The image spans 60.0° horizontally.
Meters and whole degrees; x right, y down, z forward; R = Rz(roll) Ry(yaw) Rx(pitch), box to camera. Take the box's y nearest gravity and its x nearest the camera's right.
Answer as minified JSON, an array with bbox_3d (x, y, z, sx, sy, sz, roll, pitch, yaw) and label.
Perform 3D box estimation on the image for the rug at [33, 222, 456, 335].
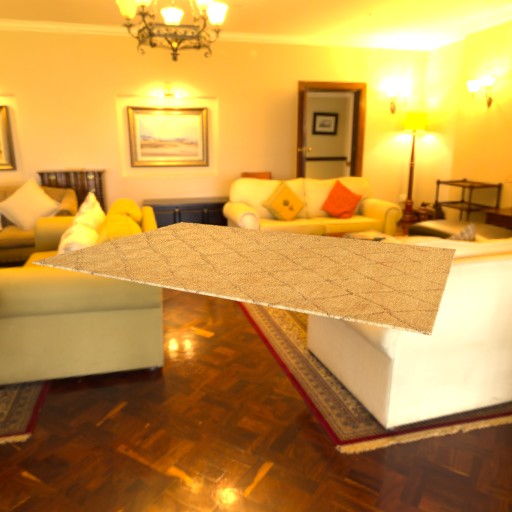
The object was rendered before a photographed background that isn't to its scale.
[{"bbox_3d":[0.000,0.000,2.868,2.292,0.014,1.528,7,16,26],"label":"rug"}]
